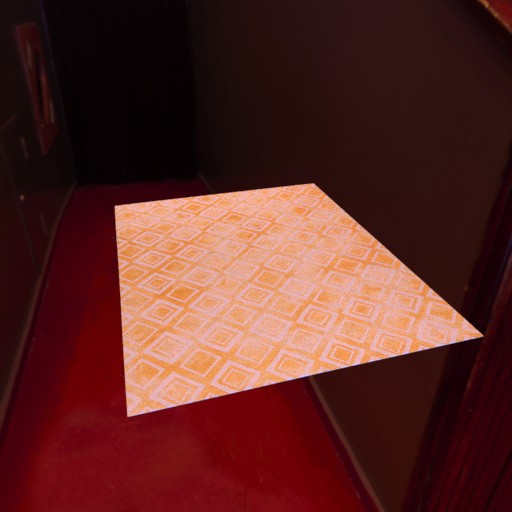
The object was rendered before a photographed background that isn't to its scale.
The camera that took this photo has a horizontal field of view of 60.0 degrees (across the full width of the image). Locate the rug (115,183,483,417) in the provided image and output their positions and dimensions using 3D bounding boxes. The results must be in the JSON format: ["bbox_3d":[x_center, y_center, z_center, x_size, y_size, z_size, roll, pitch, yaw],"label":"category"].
[{"bbox_3d":[0.000,0.000,4.070,2.433,0.011,3.037,-9,32,-14],"label":"rug"}]
